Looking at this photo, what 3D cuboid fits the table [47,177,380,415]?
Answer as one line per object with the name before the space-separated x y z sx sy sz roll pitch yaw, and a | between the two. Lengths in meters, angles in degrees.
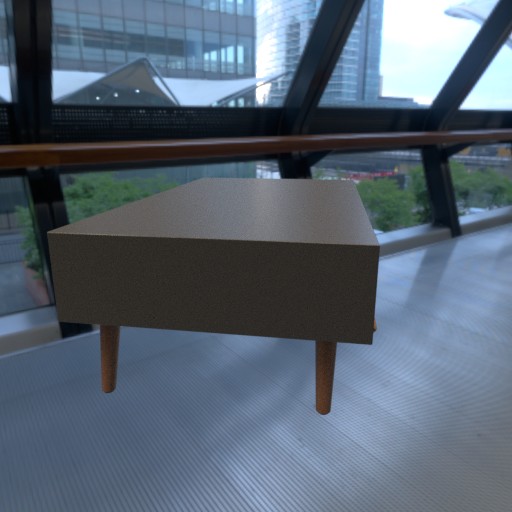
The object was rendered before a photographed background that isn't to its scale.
table | 0.000 0.000 1.513 0.703 0.404 1.201 3 16 9
